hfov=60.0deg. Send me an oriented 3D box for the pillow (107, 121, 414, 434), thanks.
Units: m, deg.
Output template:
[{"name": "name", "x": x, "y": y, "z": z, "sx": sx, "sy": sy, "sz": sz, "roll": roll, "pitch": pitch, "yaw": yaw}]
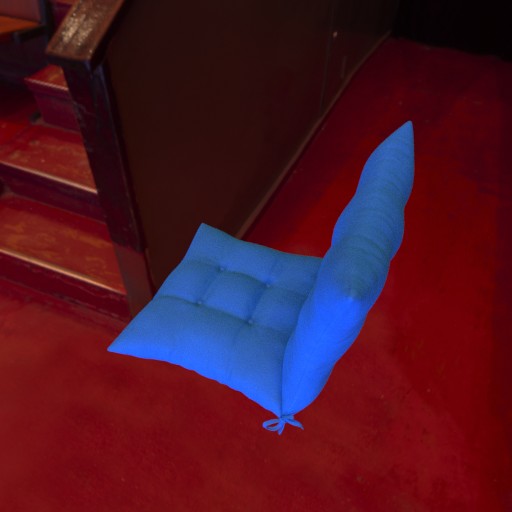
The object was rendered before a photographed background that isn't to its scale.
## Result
[{"name": "pillow", "x": 0.000, "y": 0.000, "z": 1.016, "sx": 0.585, "sy": 0.536, "sz": 0.541, "roll": 17, "pitch": 49, "yaw": 15}]
